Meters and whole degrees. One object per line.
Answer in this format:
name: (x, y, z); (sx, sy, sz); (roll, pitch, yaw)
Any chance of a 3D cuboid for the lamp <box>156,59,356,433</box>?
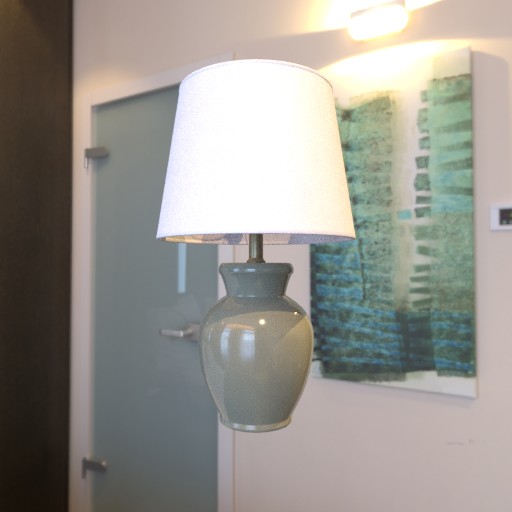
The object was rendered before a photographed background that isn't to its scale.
lamp: (0.000, 0.000, 0.544); (0.239, 0.399, 0.239); (0, -1, 0)
